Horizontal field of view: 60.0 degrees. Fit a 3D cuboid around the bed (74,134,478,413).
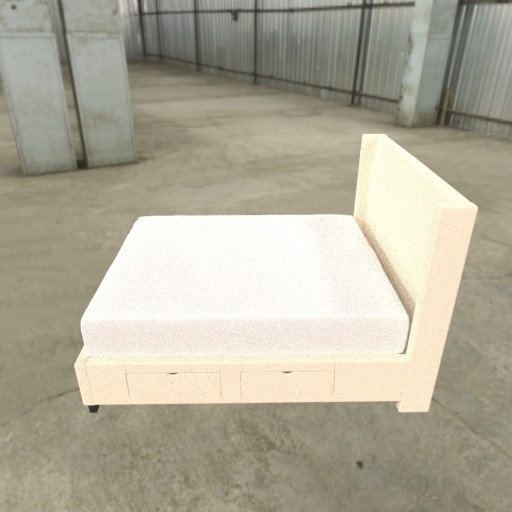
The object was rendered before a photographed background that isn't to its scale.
[{"bbox_3d":[0.000,0.000,3.391,2.280,1.471,1.765,0,27,-1],"label":"bed"}]
